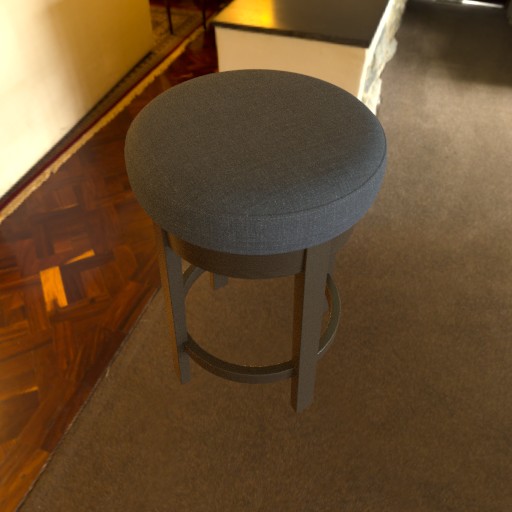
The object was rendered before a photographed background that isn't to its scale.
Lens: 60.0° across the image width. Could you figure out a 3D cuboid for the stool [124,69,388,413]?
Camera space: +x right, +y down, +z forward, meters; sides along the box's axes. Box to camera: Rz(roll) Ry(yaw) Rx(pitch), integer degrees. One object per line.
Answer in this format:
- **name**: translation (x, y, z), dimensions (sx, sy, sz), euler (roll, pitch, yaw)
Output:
- **stool**: translation (0.000, 0.000, 0.942), dimensions (0.449, 0.655, 0.449), euler (0, 47, 0)
